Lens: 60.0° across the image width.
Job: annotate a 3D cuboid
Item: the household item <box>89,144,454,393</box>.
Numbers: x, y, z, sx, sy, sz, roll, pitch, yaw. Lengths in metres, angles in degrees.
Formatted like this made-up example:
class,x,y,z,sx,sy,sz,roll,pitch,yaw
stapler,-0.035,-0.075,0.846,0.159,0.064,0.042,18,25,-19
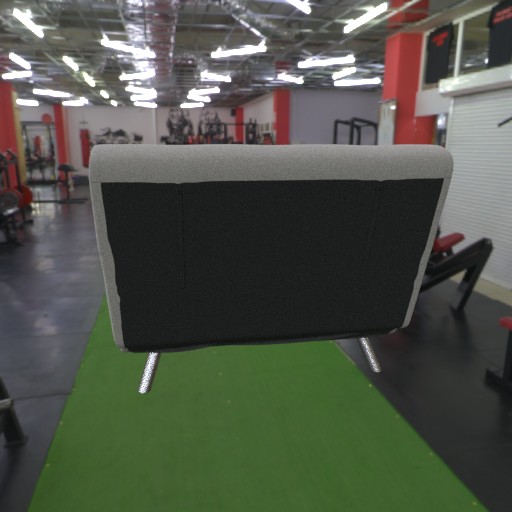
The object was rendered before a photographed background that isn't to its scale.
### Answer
class,x,y,z,sx,sy,sz,roll,pitch,yaw
household item,0.000,0.000,1.647,1.000,0.800,0.874,-2,14,-10
